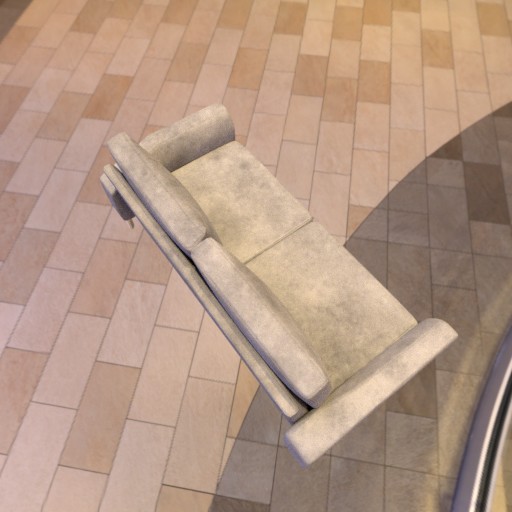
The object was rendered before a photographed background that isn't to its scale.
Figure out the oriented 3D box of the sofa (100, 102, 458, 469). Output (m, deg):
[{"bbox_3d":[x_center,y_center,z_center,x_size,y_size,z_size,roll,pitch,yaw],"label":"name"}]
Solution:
[{"bbox_3d":[0.000,0.000,2.282,0.849,0.859,1.837,-33,65,-18],"label":"sofa"}]
